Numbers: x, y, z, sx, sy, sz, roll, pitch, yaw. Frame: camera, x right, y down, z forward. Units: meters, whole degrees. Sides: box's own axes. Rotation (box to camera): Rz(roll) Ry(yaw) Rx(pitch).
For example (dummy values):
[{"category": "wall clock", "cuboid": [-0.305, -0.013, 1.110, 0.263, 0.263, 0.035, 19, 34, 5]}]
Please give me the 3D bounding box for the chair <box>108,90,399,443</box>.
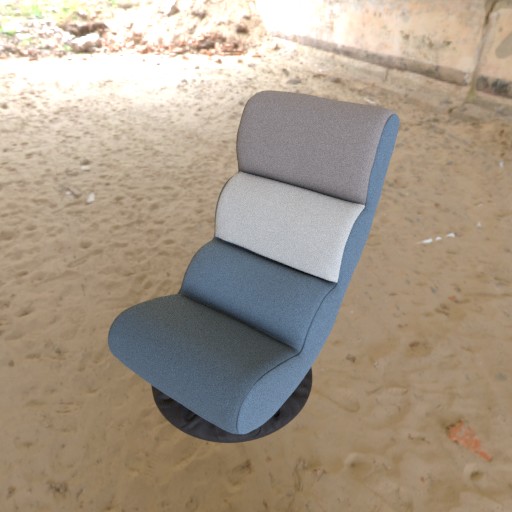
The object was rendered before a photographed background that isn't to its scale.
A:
[{"category": "chair", "cuboid": [0.000, 0.000, 1.073, 0.420, 0.641, 0.661, 21, 37, 30]}]
